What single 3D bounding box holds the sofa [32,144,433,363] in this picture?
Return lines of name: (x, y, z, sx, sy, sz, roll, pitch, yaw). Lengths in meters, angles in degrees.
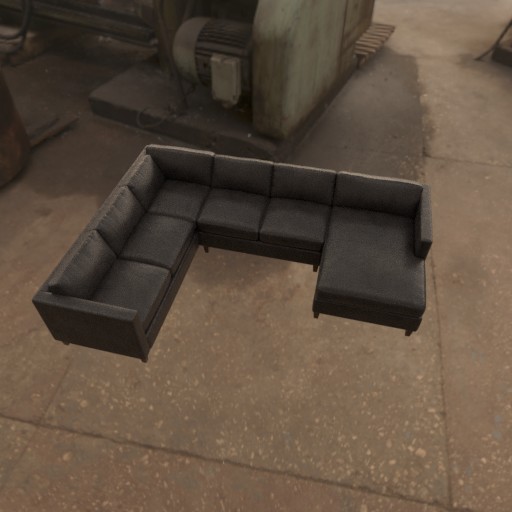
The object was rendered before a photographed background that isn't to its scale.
sofa: (0.000, 0.000, 4.493, 3.324, 0.891, 2.452, 10, 47, 9)
